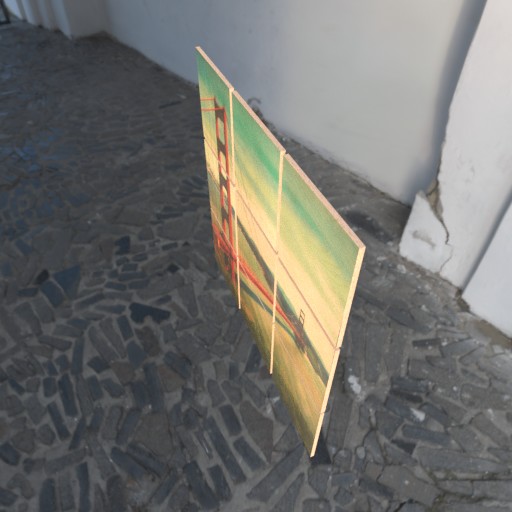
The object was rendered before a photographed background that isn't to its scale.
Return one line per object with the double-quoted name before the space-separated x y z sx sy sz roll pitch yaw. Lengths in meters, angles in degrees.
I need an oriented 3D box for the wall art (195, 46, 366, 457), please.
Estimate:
"wall art" 0.000 0.000 1.784 0.016 1.207 1.217 -16 48 -15
